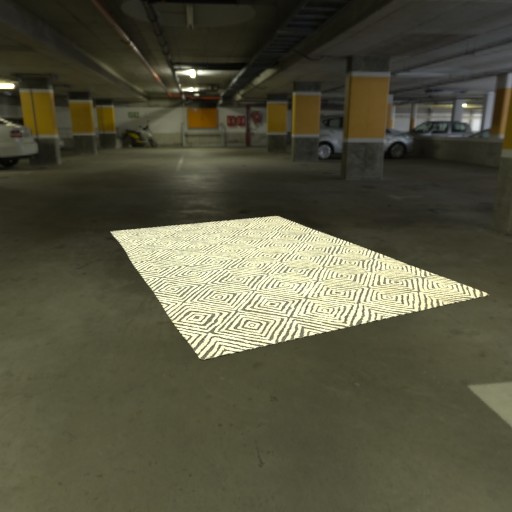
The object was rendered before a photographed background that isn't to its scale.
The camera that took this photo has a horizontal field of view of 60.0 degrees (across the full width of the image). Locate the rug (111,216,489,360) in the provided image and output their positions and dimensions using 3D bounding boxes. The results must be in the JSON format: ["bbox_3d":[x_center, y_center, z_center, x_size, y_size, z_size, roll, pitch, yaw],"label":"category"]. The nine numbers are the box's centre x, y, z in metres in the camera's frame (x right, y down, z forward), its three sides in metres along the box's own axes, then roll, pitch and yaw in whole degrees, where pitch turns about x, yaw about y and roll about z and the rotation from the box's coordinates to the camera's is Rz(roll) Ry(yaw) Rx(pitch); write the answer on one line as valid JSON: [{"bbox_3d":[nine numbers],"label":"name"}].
[{"bbox_3d":[0.000,0.000,2.227,1.177,0.004,1.750,-8,18,-24],"label":"rug"}]
